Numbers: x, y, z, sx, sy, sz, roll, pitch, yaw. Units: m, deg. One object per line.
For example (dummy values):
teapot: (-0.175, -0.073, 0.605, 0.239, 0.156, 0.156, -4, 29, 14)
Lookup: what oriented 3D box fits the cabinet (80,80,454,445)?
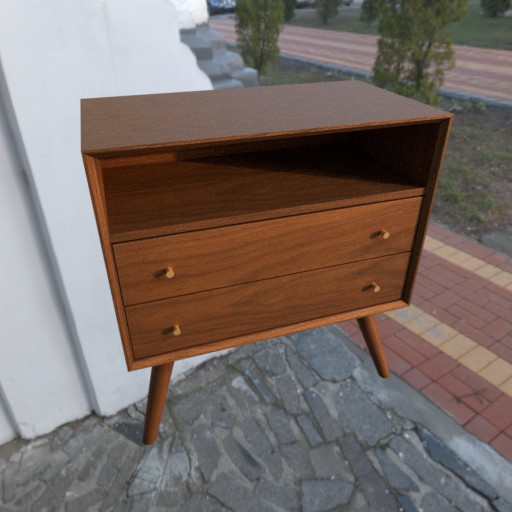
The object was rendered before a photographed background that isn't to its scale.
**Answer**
cabinet: (0.000, 0.000, 1.139, 0.712, 0.748, 0.388, -10, 33, -16)
